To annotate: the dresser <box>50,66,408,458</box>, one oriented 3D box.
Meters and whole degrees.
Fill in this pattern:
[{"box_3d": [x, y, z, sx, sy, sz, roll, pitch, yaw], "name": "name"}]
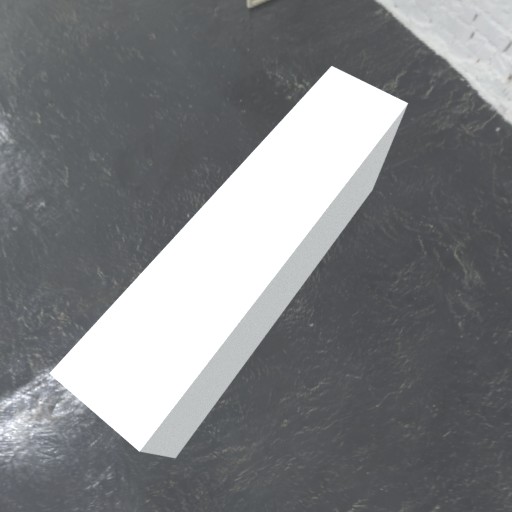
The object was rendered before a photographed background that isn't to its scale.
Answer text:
[{"box_3d": [0.000, 0.000, 2.524, 0.500, 0.840, 2.200, 33, 68, 15], "name": "dresser"}]
